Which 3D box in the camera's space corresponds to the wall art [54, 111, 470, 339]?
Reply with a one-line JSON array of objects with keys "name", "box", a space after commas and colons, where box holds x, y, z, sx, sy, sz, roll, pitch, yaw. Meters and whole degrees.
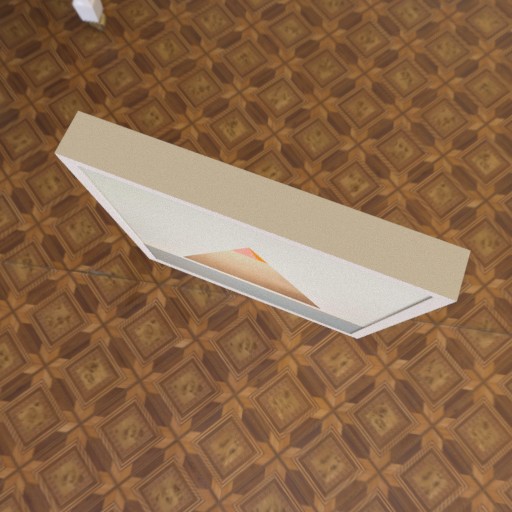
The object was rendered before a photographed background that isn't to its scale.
[{"name": "wall art", "box": [0.000, 0.000, 0.465, 0.305, 0.304, 0.038, 21, 76, 5]}]
